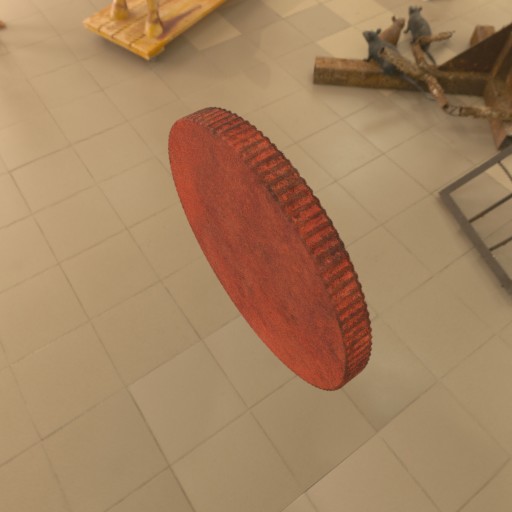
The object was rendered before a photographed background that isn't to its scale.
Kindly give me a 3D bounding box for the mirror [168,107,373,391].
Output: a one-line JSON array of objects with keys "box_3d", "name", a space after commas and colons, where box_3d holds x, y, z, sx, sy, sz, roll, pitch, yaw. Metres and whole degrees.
[{"box_3d": [0.000, 0.000, 0.915, 0.056, 0.609, 0.609, -31, 63, -18], "name": "mirror"}]
